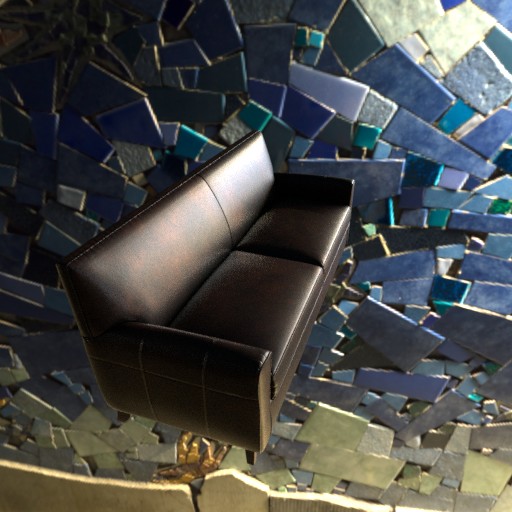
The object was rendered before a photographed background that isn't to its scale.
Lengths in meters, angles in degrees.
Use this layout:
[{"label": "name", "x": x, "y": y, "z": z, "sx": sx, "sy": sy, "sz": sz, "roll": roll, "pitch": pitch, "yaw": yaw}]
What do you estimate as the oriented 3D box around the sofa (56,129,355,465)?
[{"label": "sofa", "x": 0.000, "y": 0.000, "z": 2.457, "sx": 0.786, "sy": 0.871, "sz": 1.995, "roll": 10, "pitch": 31, "yaw": 17}]
